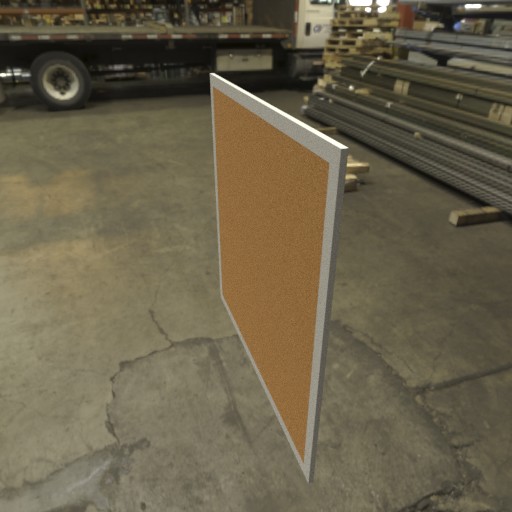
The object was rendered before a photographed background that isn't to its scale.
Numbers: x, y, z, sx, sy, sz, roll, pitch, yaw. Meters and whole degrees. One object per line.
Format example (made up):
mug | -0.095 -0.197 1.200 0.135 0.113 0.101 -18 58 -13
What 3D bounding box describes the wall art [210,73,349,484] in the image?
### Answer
wall art | 0.000 0.000 1.191 0.013 0.813 0.812 -10 31 -16
